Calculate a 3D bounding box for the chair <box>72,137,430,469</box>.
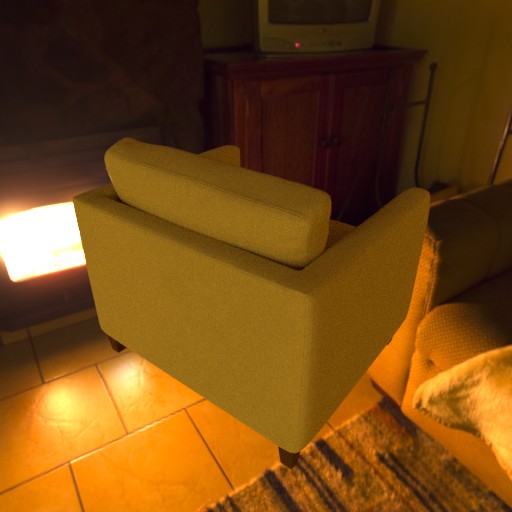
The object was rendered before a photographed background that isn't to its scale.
[{"bbox_3d":[0.000,0.000,1.855,1.107,0.961,0.959,21,36,32],"label":"chair"}]
